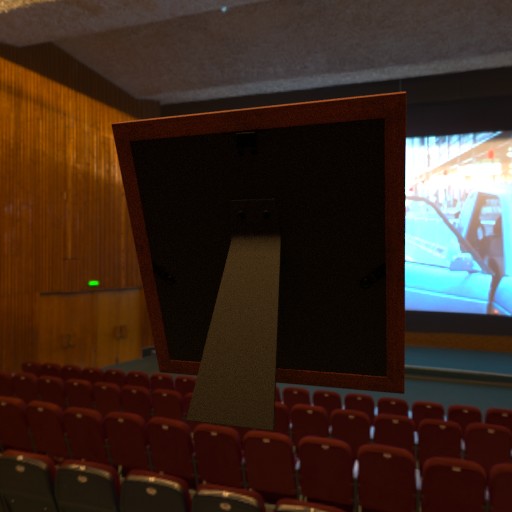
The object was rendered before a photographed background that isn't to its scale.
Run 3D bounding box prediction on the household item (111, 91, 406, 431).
[{"bbox_3d":[0.000,0.000,0.375,0.240,0.240,0.131,0,0,18],"label":"household item"}]
